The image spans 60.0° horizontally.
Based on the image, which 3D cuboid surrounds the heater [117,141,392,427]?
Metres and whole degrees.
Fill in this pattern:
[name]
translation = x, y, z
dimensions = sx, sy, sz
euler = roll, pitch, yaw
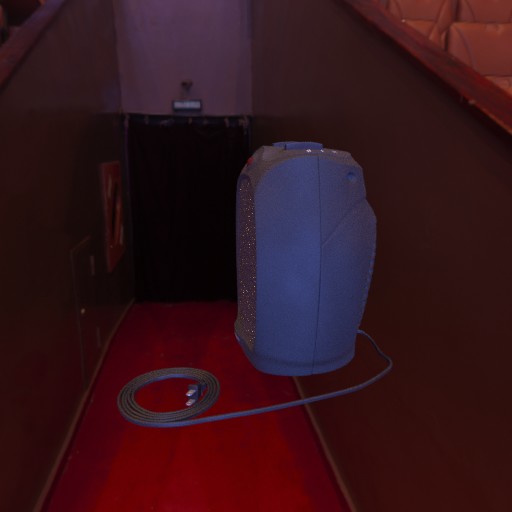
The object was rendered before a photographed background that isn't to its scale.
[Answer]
[heater]
translation = 0.000, 0.000, 0.481
dimensions = 0.291, 0.240, 0.239
euler = -2, 15, -9
